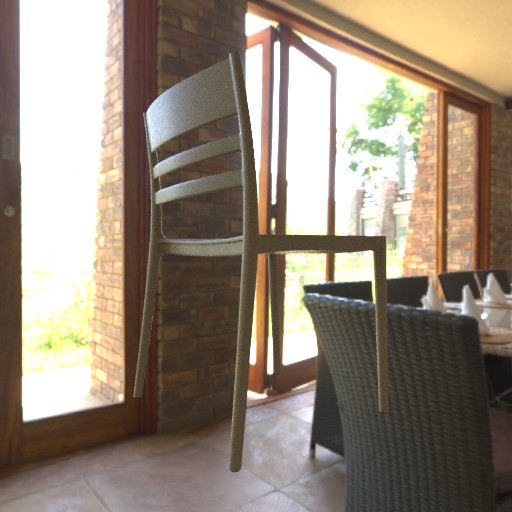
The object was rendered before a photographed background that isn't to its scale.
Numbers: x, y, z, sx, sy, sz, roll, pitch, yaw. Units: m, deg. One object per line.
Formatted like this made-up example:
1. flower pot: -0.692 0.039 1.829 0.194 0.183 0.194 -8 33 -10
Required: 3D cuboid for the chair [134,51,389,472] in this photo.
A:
1. chair: 0.000 0.000 1.172 0.511 0.800 0.531 0 1 -35
